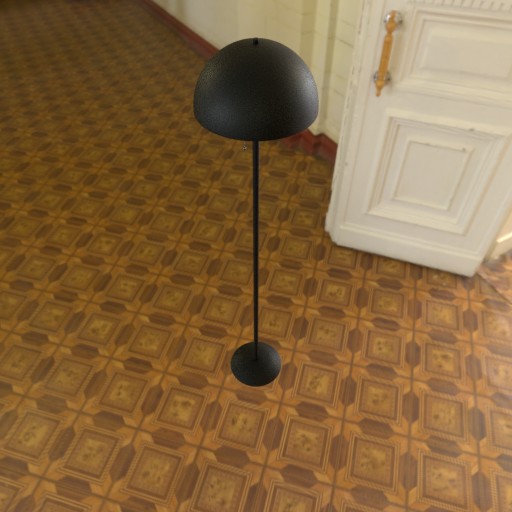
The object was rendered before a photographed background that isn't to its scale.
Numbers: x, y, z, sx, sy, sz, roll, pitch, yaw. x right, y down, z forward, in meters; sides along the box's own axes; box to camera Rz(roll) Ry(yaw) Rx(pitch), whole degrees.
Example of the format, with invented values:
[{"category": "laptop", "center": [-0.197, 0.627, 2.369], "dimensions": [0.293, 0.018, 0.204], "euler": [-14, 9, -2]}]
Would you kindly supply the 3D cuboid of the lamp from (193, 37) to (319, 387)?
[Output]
[{"category": "lamp", "center": [0.000, 0.000, 1.577], "dimensions": [0.328, 1.480, 0.328], "euler": [11, 47, 10]}]
